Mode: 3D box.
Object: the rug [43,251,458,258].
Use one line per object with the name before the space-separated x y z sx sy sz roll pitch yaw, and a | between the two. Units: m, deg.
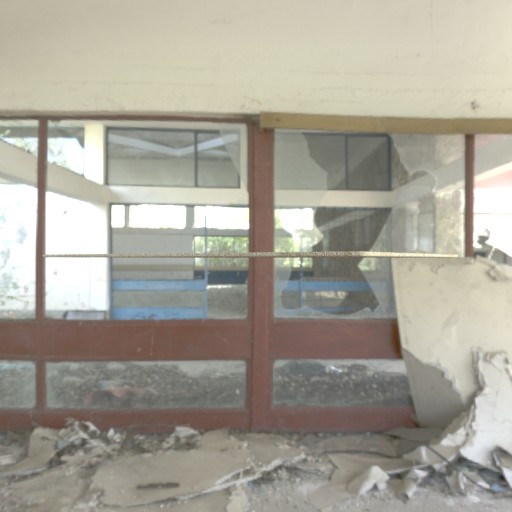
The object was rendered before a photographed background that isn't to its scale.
rug | 0.000 0.000 4.062 3.001 0.025 2.401 0 0 35
